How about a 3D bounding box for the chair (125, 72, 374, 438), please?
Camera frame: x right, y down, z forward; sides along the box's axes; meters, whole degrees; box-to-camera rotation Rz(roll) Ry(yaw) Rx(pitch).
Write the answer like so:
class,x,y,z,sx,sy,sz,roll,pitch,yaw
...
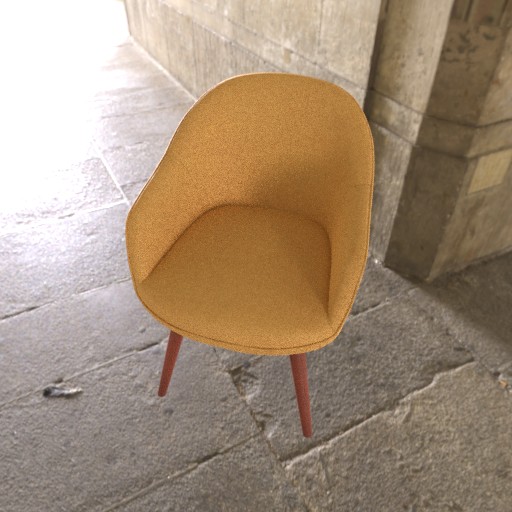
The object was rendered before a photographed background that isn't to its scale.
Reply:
class,x,y,z,sx,sy,sz,roll,pitch,yaw
chair,0.000,0.000,1.262,0.596,0.823,0.635,11,42,13
